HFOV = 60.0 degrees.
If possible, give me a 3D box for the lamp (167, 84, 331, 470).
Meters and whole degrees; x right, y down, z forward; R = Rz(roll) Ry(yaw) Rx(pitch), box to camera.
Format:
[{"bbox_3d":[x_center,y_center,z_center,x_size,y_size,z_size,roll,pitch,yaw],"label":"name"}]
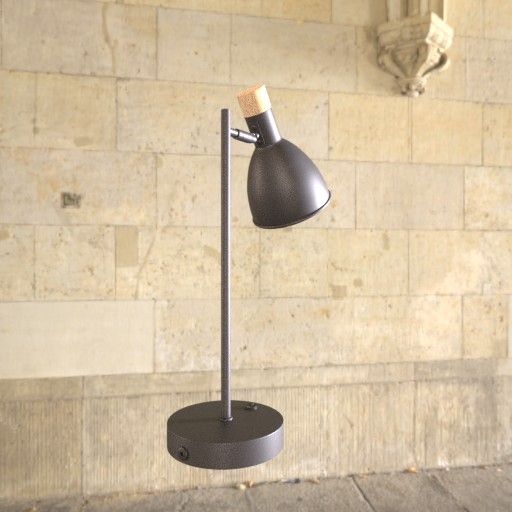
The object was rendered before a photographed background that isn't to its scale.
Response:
[{"bbox_3d":[0.000,0.000,0.627,0.152,0.483,0.287,0,0,37],"label":"lamp"}]
